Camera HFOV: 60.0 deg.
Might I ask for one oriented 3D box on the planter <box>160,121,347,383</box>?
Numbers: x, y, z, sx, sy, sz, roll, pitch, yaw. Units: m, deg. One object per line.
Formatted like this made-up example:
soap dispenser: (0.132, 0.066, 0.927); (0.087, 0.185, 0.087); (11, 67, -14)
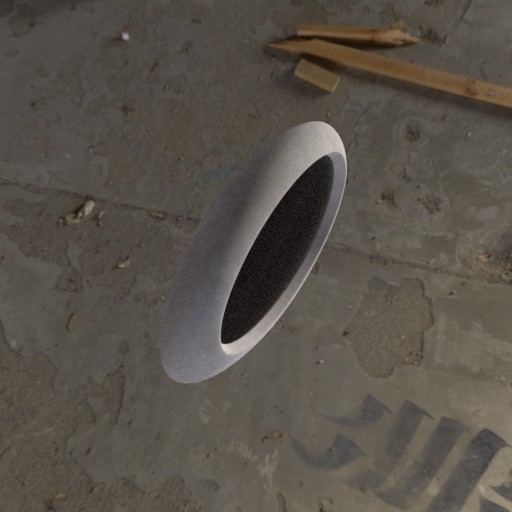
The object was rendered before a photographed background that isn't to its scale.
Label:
planter: (0.000, 0.000, 0.290); (0.071, 0.188, 0.185); (31, 78, 7)
